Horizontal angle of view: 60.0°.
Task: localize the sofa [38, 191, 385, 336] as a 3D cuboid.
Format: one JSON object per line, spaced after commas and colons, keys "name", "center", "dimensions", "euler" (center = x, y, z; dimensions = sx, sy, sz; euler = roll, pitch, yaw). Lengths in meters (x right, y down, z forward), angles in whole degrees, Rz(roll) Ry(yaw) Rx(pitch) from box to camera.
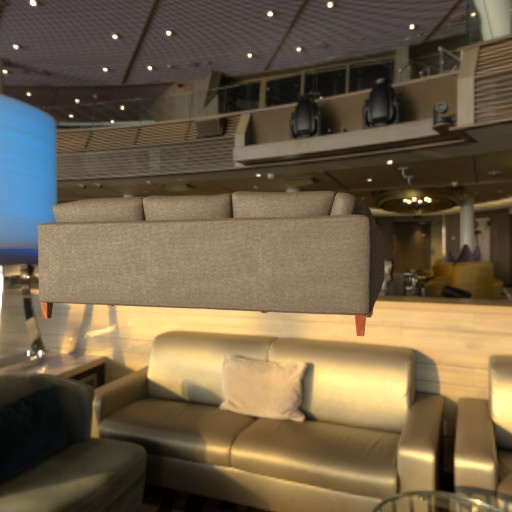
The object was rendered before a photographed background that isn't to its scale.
{"name": "sofa", "center": [0.000, 0.000, 4.739], "dimensions": [2.594, 0.961, 3.460], "euler": [0, 1, 18]}
